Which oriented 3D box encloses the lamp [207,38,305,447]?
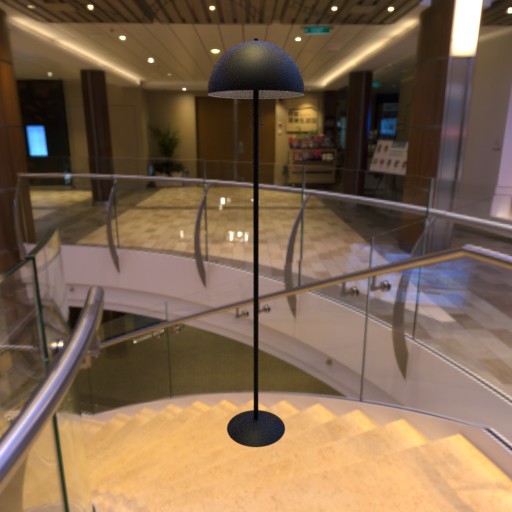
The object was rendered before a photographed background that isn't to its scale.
[{"bbox_3d":[0.000,0.000,1.651,0.328,1.480,0.328,14,20,41],"label":"lamp"}]
